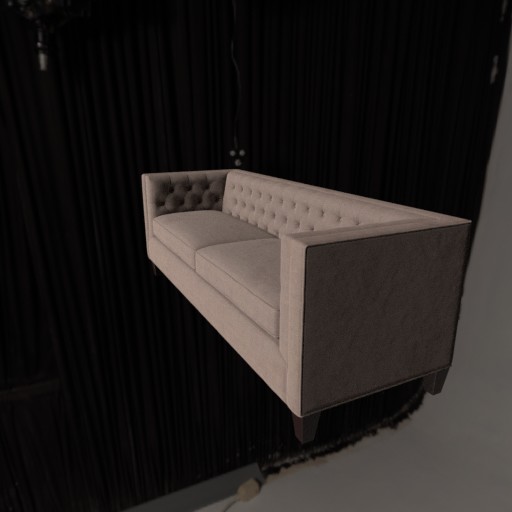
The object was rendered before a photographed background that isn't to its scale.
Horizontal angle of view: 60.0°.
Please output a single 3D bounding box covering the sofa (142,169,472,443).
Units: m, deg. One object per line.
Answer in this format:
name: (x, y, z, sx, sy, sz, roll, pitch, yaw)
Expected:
sofa: (0.000, 0.000, 2.545, 0.775, 0.762, 2.159, -8, 19, -26)
